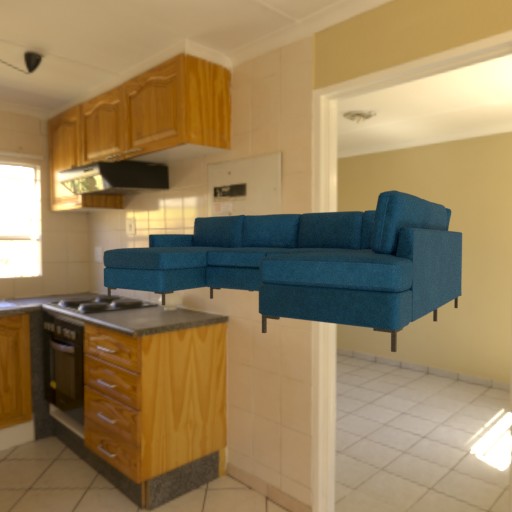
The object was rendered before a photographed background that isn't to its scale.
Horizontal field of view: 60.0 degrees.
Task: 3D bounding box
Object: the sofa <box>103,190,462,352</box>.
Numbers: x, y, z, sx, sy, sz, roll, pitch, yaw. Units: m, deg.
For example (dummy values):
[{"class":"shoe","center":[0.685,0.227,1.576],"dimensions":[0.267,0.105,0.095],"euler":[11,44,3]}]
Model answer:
[{"class":"sofa","center":[0.000,0.000,4.360],"dimensions":[3.434,0.992,2.055],"euler":[1,3,35]}]
